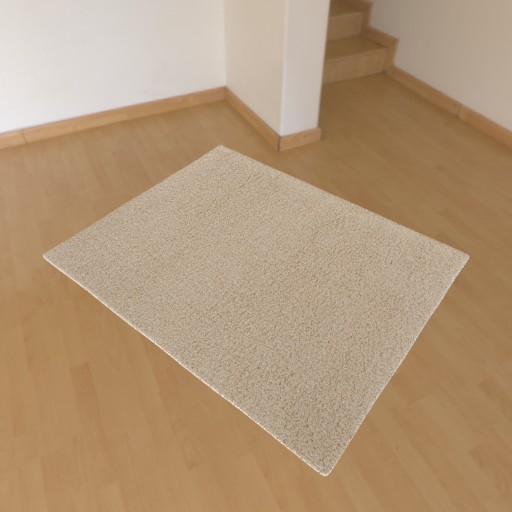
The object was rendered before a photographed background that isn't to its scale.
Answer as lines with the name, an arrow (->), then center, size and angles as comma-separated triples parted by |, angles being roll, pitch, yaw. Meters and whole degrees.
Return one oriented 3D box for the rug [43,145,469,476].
rug -> 0.000, 0.000, 4.031 | 3.047, 0.029, 2.438 | 30, 52, 26
